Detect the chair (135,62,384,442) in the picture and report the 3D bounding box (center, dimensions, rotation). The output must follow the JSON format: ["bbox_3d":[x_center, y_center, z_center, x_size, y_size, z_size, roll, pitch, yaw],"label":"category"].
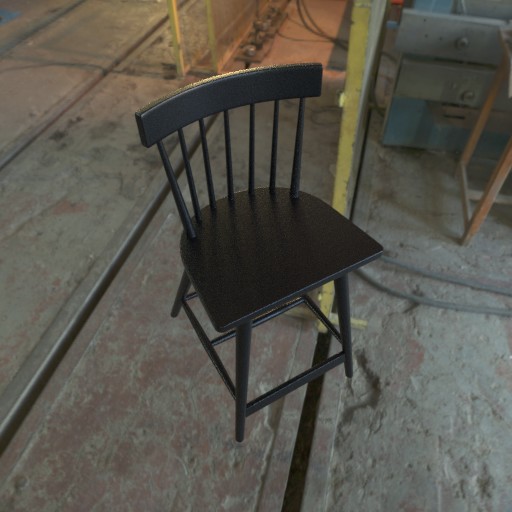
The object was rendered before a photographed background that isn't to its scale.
[{"bbox_3d":[0.000,0.000,1.286,0.483,0.952,0.572,-23,51,-20],"label":"chair"}]
